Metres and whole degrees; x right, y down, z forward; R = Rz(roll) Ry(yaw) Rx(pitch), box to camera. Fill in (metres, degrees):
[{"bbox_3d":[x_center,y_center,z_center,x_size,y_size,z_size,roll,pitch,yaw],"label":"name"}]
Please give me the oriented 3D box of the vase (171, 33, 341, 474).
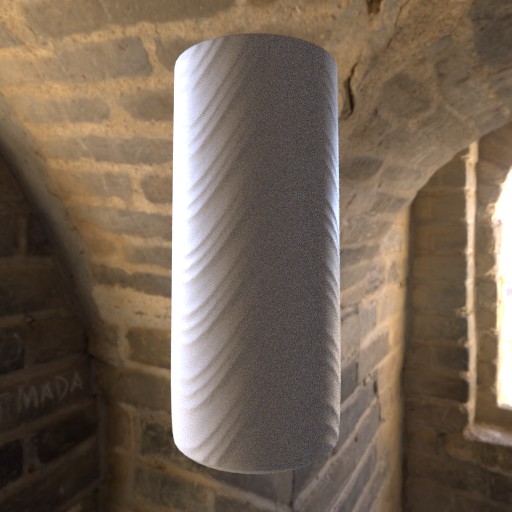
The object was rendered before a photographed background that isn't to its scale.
[{"bbox_3d":[0.000,0.000,0.381,0.143,0.316,0.143,0,0,0],"label":"vase"}]
